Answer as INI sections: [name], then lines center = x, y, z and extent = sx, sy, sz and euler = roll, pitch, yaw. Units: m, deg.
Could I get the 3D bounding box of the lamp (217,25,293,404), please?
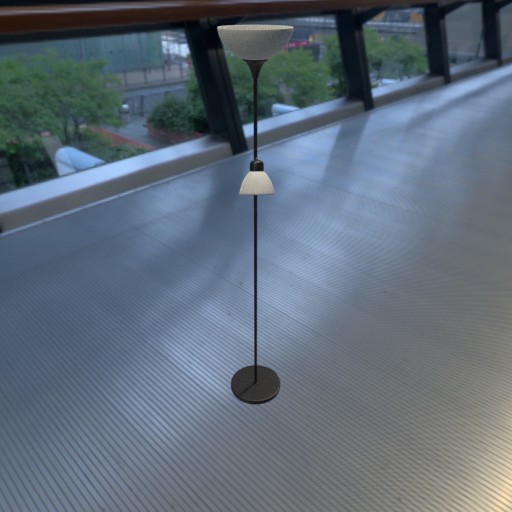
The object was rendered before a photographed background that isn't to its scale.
[lamp]
center = 0.000, 0.000, 1.973
extent = 0.279, 1.804, 0.442
euler = -1, 30, -1
